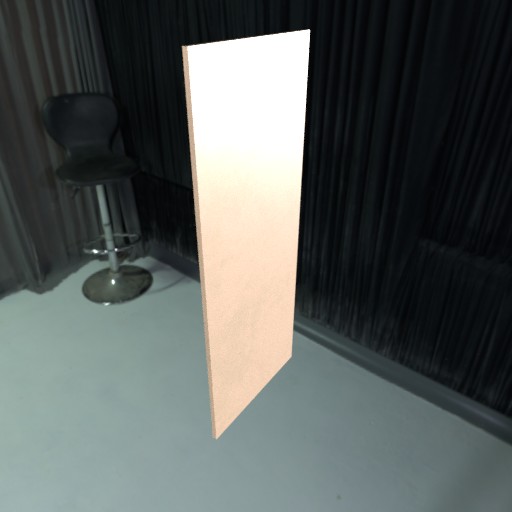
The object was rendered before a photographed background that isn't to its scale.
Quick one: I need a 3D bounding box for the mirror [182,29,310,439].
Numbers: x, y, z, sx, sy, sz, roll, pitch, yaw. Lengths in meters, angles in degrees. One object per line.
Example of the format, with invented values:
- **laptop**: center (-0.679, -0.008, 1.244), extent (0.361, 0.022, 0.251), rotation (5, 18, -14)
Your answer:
- **mirror**: center (0.000, 0.000, 2.282), extent (0.026, 2.031, 0.812), rotation (20, 37, 30)
